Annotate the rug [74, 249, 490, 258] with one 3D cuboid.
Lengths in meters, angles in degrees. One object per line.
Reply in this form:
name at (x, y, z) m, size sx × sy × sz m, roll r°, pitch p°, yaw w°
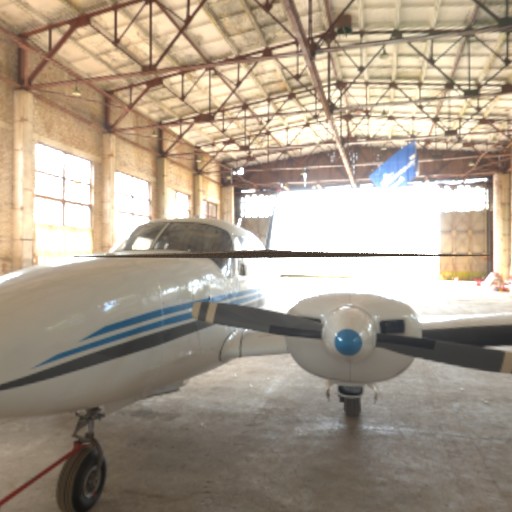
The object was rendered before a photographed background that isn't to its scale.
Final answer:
rug at (0.000, 0.000, 4.182) m, size 2.437 × 0.015 × 3.205 m, roll 1°, pitch -1°, yaw -38°
